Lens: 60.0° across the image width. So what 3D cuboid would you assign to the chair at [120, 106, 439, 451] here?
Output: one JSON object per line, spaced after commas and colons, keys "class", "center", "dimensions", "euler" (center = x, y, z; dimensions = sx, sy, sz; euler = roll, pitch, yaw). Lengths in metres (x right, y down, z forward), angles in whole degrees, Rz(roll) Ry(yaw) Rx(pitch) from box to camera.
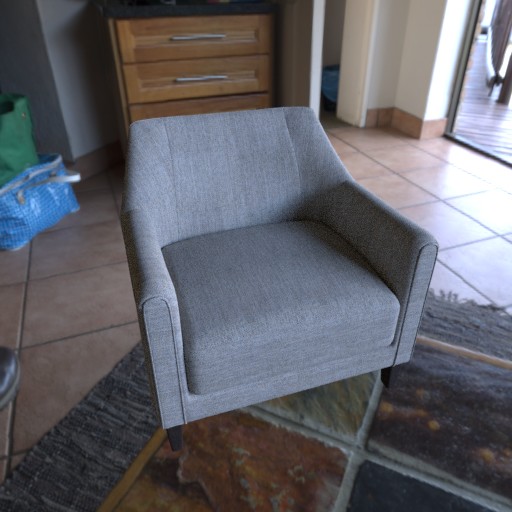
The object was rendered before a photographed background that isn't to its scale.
{"class": "chair", "center": [0.000, 0.000, 1.437], "dimensions": [0.796, 0.761, 0.758], "euler": [-10, 34, -16]}
